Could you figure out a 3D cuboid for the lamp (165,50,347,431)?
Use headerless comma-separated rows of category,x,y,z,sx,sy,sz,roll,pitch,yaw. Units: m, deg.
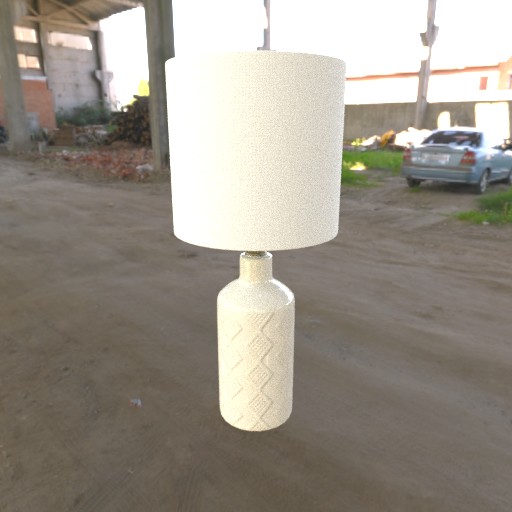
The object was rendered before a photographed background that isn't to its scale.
lamp,0.000,0.000,0.578,0.207,0.461,0.207,3,16,9
